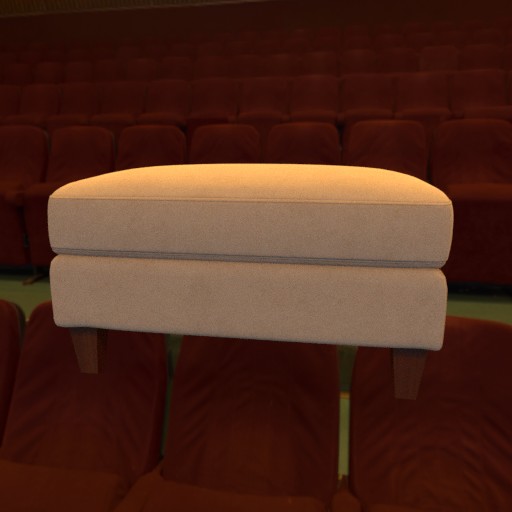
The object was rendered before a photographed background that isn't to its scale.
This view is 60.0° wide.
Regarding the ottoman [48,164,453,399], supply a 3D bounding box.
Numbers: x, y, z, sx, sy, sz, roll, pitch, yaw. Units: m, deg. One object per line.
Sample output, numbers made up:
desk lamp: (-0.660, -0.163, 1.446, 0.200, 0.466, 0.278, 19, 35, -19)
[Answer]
ottoman: (0.000, 0.000, 1.191, 0.864, 0.483, 0.584, 2, 14, 9)
